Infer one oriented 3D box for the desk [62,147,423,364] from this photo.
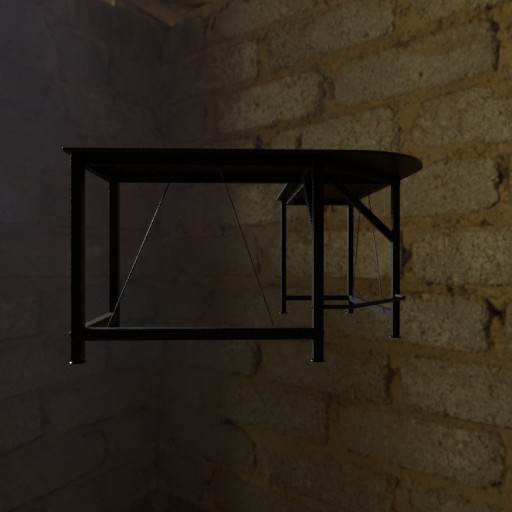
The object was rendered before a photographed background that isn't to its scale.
[{"bbox_3d":[0.000,0.000,2.269,1.400,0.762,1.400,0,0,-2],"label":"desk"}]
